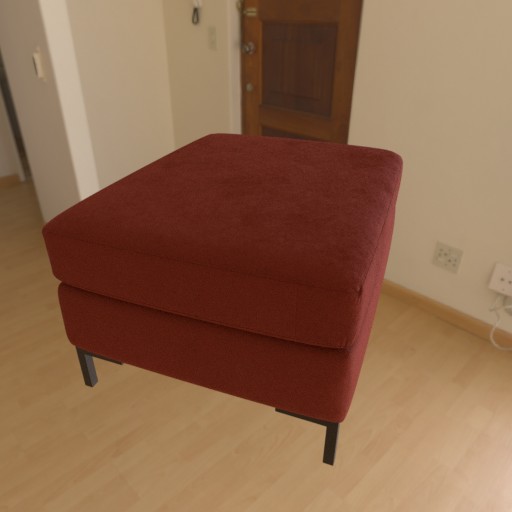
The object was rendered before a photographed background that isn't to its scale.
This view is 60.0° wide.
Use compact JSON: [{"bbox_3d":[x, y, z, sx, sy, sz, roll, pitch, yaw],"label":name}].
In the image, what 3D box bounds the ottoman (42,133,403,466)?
[{"bbox_3d":[0.000,0.000,1.171,0.650,0.462,0.782,11,31,18],"label":"ottoman"}]
